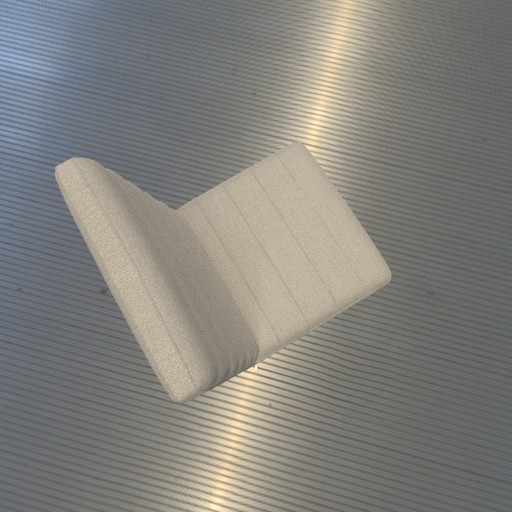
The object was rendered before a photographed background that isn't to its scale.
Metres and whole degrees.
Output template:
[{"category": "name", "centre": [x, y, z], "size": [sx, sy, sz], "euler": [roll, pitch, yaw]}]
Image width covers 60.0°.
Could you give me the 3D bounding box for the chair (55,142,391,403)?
[{"category": "chair", "centre": [0.000, 0.000, 1.267], "size": [0.634, 0.930, 0.520], "euler": [-30, 78, -7]}]
